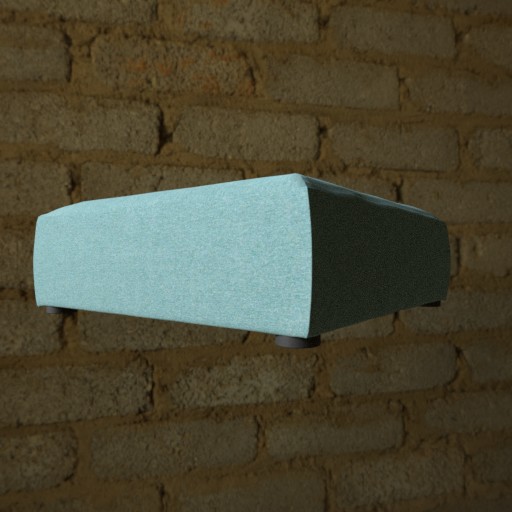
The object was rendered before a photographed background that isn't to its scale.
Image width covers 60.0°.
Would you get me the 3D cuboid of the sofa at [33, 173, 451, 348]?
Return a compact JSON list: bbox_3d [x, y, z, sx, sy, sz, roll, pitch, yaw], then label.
[{"bbox_3d":[0.000,0.000,1.388,0.930,0.330,0.930,0,0,37],"label":"sofa"}]
